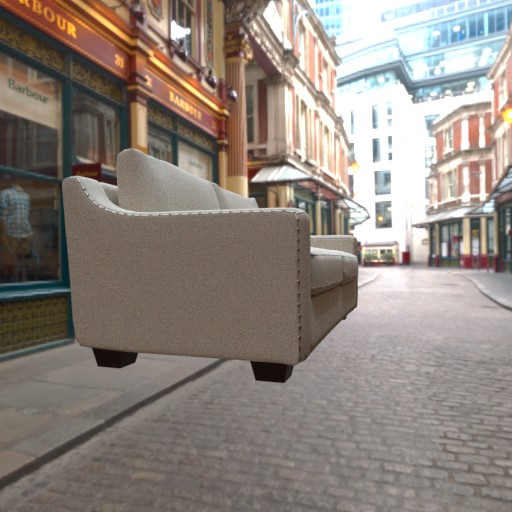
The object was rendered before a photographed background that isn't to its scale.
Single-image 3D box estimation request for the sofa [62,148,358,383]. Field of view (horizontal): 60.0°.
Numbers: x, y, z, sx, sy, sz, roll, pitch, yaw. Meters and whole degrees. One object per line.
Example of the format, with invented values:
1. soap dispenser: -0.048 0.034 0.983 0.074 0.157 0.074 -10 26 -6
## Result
1. sofa: 0.000 0.000 2.757 1.104 0.983 2.107 0 -1 18
